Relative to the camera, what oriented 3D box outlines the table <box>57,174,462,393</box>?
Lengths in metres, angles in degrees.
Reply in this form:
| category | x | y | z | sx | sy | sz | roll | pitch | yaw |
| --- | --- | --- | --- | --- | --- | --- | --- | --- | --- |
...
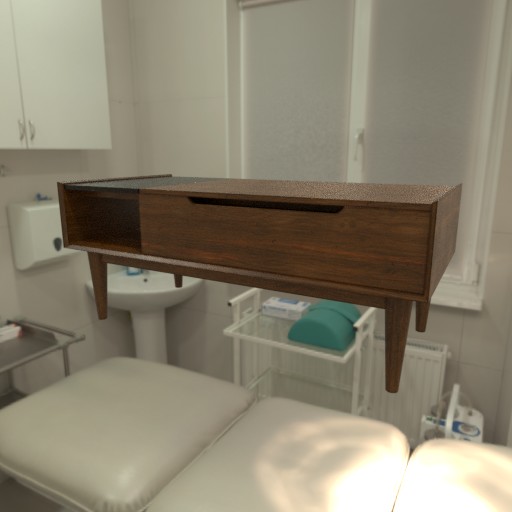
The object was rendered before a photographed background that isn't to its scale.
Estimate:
| category | x | y | z | sx | sy | sz | roll | pitch | yaw |
| --- | --- | --- | --- | --- | --- | --- | --- | --- | --- |
| table | 0.000 | 0.000 | 1.549 | 1.221 | 0.508 | 0.610 | 7 | 15 | 28 |
